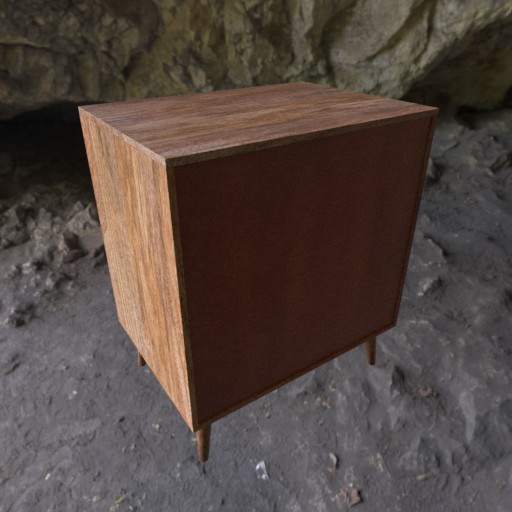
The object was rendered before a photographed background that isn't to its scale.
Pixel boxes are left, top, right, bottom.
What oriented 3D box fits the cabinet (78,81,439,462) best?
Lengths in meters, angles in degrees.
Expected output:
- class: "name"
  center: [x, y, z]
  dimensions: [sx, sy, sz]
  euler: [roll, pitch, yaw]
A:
- class: "cabinet"
  center: [0.000, 0.000, 1.167]
  dimensions: [0.647, 0.758, 0.473]
  euler: [-19, 35, -29]
